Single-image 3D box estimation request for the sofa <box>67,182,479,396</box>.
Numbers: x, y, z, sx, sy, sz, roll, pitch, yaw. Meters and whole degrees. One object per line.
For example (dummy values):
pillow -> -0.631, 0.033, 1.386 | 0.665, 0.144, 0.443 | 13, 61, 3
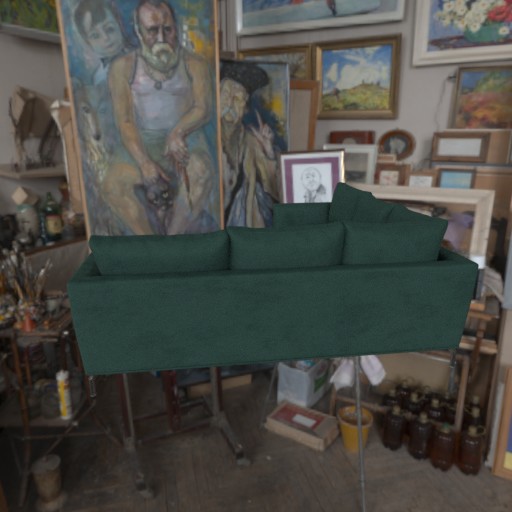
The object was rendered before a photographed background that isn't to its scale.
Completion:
sofa -> 0.000, 0.000, 3.807 | 2.452, 1.004, 2.468 | -2, 16, -8
